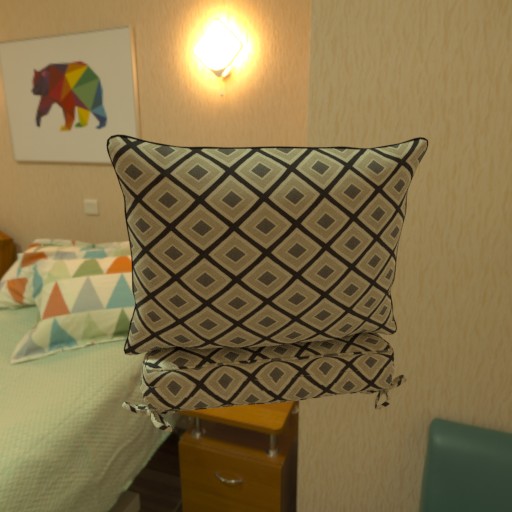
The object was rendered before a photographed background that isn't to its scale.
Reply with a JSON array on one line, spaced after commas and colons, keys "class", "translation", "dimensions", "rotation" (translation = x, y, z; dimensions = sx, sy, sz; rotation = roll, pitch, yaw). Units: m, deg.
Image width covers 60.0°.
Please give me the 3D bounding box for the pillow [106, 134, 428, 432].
[{"class": "pillow", "translation": [0.000, 0.000, 1.384], "dimensions": [0.798, 0.722, 0.733], "rotation": [-3, 15, -10]}]
